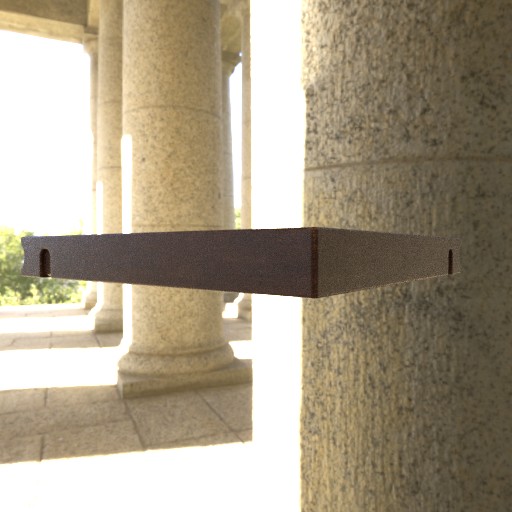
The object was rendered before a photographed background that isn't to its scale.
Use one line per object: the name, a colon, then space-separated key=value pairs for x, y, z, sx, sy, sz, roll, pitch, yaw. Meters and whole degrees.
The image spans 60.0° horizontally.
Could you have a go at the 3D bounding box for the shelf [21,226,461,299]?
shelf: x=0.000 y=0.000 z=0.420 sx=0.296 sy=0.035 sz=0.296 roll=1 pitch=1 yaw=37
